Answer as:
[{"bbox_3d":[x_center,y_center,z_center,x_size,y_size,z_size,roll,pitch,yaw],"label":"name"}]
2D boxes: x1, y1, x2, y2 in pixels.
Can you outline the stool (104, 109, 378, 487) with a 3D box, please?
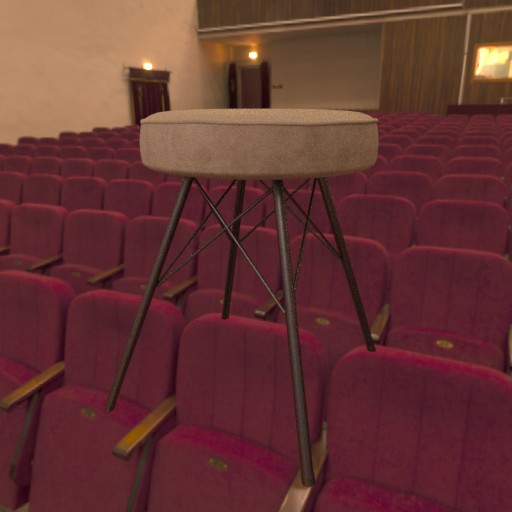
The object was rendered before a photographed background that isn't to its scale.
[{"bbox_3d":[0.000,0.000,0.858,0.423,0.538,0.457,8,20,25],"label":"stool"}]
